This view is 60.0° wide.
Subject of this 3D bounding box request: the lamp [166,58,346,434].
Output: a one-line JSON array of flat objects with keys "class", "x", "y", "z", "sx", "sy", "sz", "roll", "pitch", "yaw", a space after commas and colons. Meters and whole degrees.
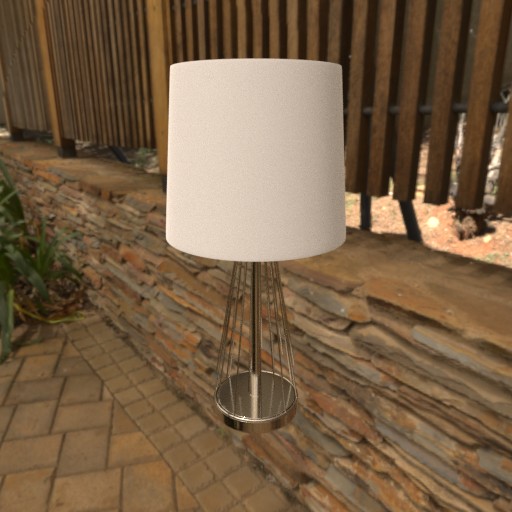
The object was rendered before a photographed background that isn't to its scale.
[{"class": "lamp", "x": 0.000, "y": 0.000, "z": 0.773, "sx": 0.303, "sy": 0.618, "sz": 0.303, "roll": 0, "pitch": 18, "yaw": 0}]
